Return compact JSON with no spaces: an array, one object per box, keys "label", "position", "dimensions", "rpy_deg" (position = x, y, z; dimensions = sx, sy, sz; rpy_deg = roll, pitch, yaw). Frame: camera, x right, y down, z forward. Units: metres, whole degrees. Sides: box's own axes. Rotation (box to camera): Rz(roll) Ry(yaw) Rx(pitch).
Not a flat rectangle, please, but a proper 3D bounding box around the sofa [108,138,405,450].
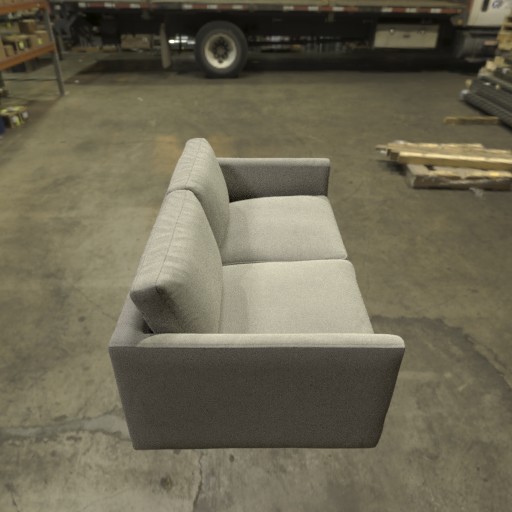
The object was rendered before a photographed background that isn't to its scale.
[{"label":"sofa","position":[0.000,0.000,2.493],"dimensions":[1.091,0.839,1.905],"rpy_deg":[0,33,0]}]
